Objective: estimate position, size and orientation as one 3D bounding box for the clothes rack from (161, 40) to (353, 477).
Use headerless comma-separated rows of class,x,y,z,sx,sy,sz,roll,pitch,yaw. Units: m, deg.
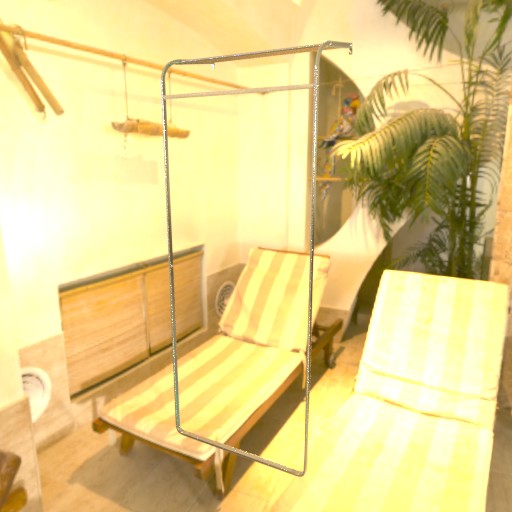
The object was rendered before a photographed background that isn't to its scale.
clothes rack,0.000,0.000,1.764,0.609,1.574,0.349,7,14,27
